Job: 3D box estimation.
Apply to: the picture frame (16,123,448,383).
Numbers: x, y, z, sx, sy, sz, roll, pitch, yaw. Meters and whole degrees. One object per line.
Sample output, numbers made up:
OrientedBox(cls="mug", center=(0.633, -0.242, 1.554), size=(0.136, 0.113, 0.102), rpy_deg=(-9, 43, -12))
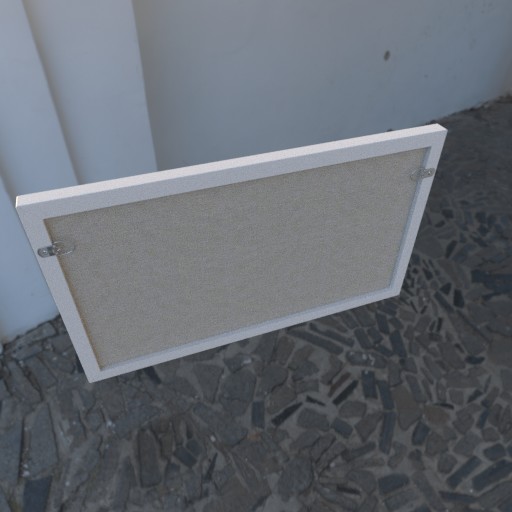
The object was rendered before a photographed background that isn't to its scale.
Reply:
OrientedBox(cls="picture frame", center=(0.000, 0.000, 0.768), size=(0.647, 0.379, 0.044), rpy_deg=(-13, 42, -15))
